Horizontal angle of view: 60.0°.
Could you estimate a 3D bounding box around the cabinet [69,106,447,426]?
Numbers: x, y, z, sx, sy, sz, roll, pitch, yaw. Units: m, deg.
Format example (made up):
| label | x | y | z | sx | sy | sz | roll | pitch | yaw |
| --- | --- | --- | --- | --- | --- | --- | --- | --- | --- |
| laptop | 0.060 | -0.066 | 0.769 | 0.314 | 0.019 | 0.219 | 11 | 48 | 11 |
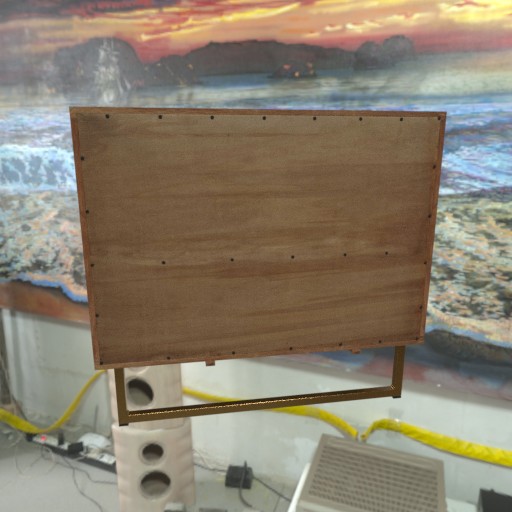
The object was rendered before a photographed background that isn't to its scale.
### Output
| label | x | y | z | sx | sy | sz | roll | pitch | yaw |
| --- | --- | --- | --- | --- | --- | --- | --- | --- | --- |
| cabinet | 0.000 | 0.000 | 1.415 | 0.950 | 0.860 | 0.451 | -2 | 14 | -10 |
